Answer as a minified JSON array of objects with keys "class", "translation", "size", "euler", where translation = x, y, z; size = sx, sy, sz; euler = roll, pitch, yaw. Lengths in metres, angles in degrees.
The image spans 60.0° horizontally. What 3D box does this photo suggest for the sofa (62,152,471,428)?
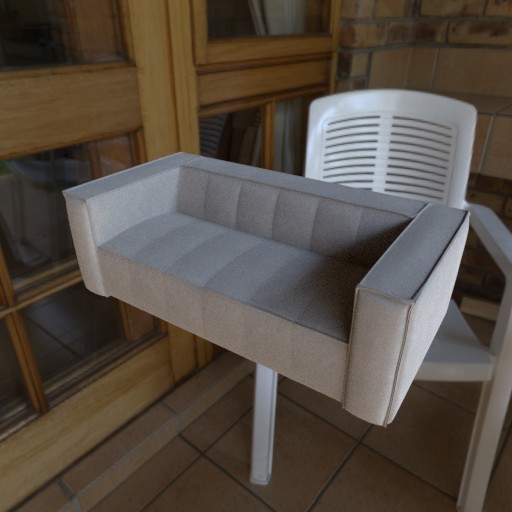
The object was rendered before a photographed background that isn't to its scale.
[{"class":"sofa","translation":[0.000,0.000,2.503],"size":[1.995,0.680,1.038],"euler":[18,33,29]}]
